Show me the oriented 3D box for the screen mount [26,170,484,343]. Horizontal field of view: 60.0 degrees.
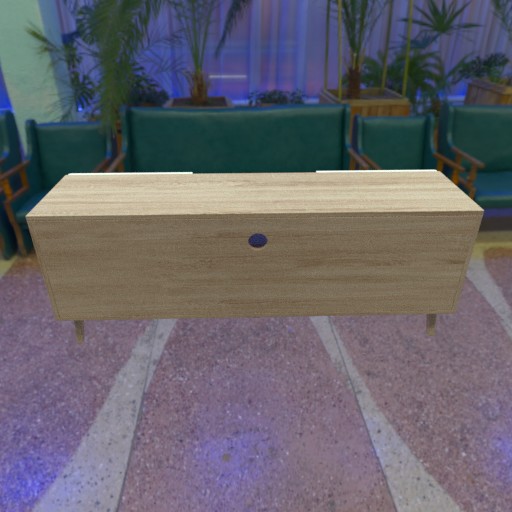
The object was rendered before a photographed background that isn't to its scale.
[{"bbox_3d":[0.000,0.000,1.773,1.500,0.570,0.420,-1,30,-1],"label":"screen mount"}]
